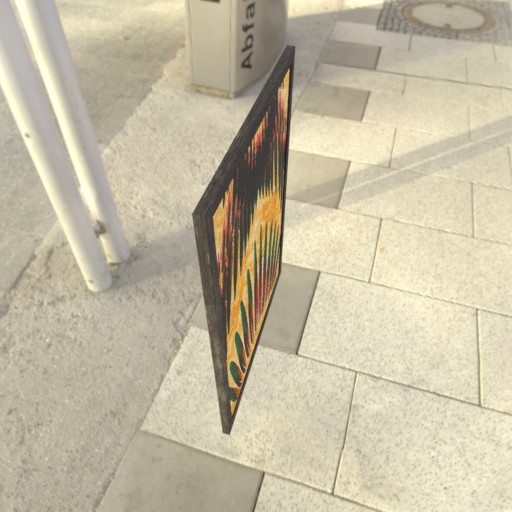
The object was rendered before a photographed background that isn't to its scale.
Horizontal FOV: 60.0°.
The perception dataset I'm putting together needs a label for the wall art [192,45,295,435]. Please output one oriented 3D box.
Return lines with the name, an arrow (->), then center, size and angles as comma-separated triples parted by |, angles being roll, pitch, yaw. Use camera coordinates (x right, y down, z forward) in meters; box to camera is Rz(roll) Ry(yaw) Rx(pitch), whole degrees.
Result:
wall art -> 0.000, 0.000, 1.492 | 0.029, 1.066, 0.812 | 11, 48, 10
